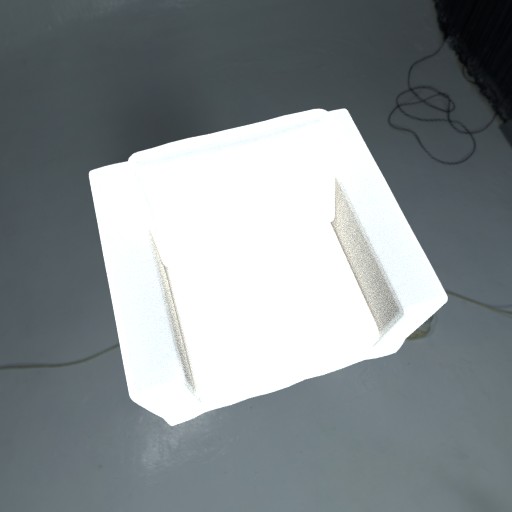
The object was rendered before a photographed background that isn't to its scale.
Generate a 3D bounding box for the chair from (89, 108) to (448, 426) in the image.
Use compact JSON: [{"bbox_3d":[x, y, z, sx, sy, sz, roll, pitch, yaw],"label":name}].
[{"bbox_3d":[0.000,0.000,1.827,1.150,0.878,0.957,-16,65,-8],"label":"chair"}]
